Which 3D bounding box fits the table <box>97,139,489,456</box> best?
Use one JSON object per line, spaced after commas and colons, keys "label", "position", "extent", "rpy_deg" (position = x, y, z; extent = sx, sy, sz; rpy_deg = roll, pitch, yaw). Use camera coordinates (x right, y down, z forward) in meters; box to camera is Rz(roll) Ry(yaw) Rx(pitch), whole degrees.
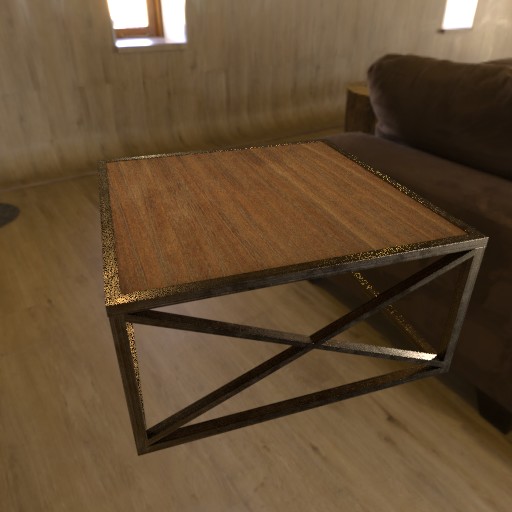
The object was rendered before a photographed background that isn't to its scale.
{"label": "table", "position": [0.000, 0.000, 1.448], "extent": [0.899, 0.451, 0.909], "rpy_deg": [-9, 32, -16]}
